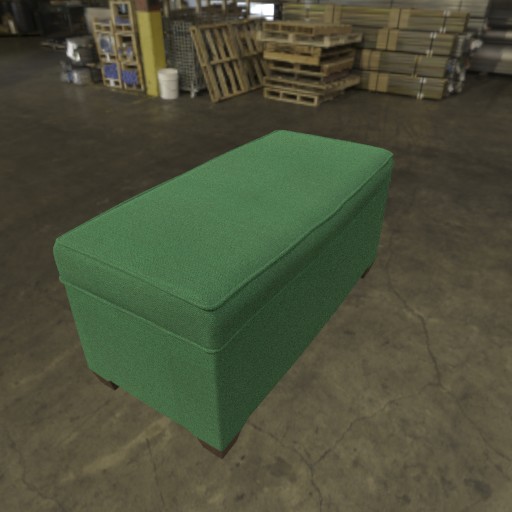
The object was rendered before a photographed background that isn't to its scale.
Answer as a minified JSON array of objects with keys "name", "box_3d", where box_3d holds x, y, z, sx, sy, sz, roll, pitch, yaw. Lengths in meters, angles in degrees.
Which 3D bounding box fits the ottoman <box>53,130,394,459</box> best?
[{"name":"ottoman","box_3d":[0.000,0.000,1.273,0.483,0.471,0.957,20,38,28]}]
